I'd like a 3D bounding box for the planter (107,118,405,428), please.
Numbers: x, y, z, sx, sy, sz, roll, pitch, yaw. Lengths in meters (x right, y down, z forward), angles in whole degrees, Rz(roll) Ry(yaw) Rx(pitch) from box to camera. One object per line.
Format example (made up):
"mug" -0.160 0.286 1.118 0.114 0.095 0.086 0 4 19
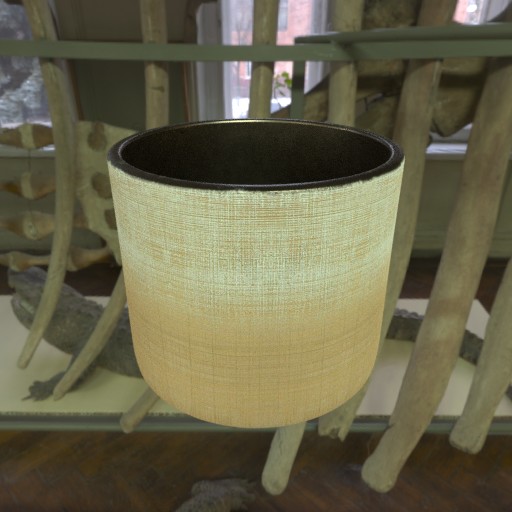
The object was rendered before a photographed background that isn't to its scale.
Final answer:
"planter" 0.000 0.000 0.435 0.254 0.221 0.254 0 27 0
